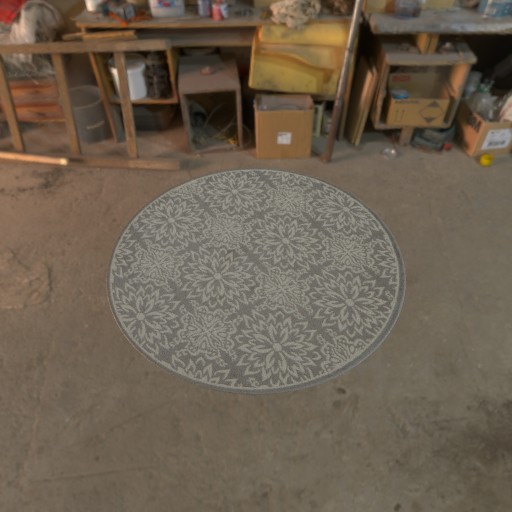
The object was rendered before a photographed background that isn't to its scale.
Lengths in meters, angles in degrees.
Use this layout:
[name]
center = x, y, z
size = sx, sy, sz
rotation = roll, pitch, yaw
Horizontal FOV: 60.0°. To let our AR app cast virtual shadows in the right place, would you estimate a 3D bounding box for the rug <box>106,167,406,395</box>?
[rug]
center = 0.000, 0.000, 2.418
size = 1.593, 0.012, 1.593
rotation = 0, 48, 0
